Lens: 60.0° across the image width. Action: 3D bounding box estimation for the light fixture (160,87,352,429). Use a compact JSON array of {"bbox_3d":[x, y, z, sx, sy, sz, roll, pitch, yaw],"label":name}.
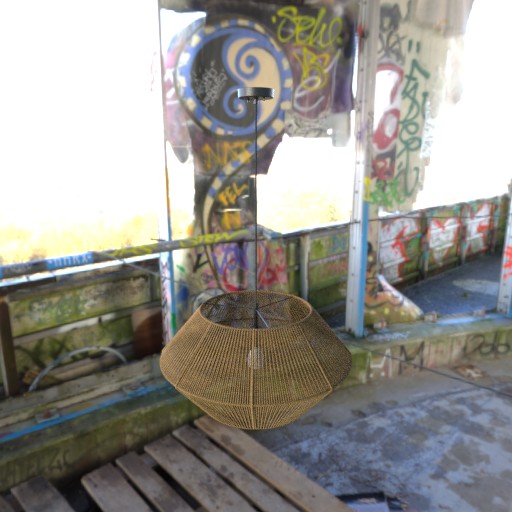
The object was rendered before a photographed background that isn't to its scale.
[{"bbox_3d":[0.000,0.000,1.424,0.643,1.009,0.643,0,13,0],"label":"light fixture"}]
